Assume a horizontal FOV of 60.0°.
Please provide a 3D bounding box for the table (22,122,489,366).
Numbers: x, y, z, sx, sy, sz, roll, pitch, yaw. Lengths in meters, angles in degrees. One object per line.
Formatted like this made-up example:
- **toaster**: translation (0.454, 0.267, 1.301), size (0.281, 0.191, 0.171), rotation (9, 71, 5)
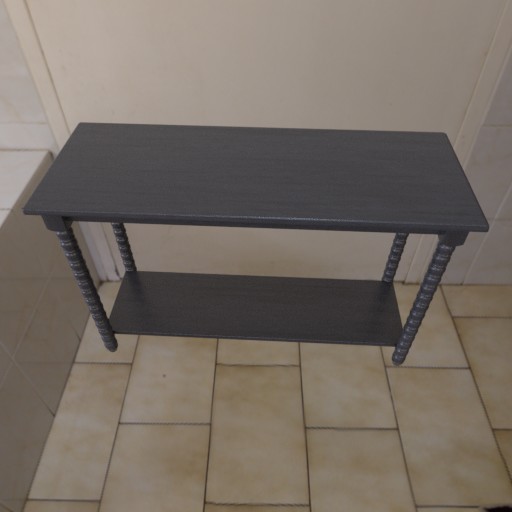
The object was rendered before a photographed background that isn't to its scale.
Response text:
- **table**: translation (0.000, 0.000, 1.530), size (1.184, 0.735, 0.459), rotation (2, 46, 2)
